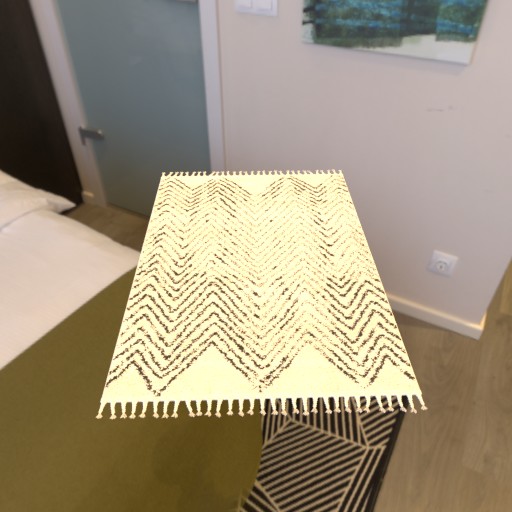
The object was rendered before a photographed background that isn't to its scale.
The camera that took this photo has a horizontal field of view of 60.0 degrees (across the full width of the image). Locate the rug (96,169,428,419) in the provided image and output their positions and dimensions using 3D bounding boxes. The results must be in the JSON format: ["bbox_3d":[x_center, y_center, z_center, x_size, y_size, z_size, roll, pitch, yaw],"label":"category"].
[{"bbox_3d":[0.000,0.000,2.331,1.230,0.014,1.847,-1,40,-1],"label":"rug"}]
